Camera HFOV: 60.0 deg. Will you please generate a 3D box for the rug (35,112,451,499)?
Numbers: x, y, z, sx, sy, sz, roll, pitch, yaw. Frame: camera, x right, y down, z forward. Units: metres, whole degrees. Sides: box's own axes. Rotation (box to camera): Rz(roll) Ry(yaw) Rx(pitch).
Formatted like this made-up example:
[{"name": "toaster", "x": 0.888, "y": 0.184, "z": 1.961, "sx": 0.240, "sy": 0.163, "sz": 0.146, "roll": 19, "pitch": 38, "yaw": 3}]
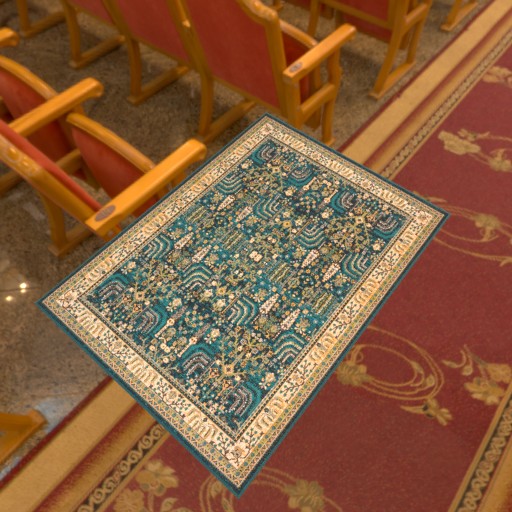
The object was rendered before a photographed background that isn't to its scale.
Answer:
[{"name": "rug", "x": 0.000, "y": 0.000, "z": 3.904, "sx": 2.226, "sy": 0.015, "sz": 3.044, "roll": 35, "pitch": 64, "yaw": 20}]
